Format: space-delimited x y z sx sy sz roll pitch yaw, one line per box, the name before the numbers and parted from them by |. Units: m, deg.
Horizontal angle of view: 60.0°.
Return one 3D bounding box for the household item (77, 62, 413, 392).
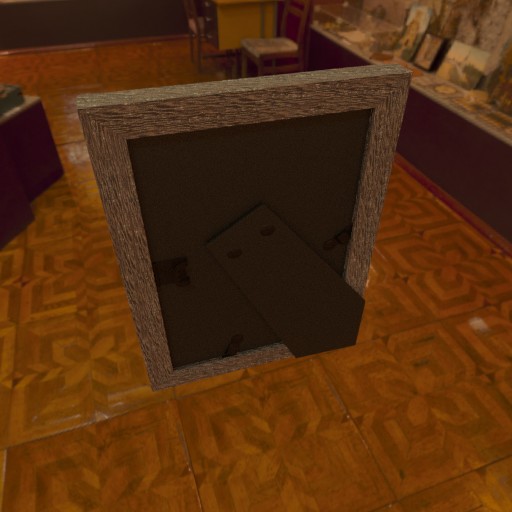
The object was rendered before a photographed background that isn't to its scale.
household item | 0.000 0.000 0.275 0.160 0.210 0.020 -11 42 -13
